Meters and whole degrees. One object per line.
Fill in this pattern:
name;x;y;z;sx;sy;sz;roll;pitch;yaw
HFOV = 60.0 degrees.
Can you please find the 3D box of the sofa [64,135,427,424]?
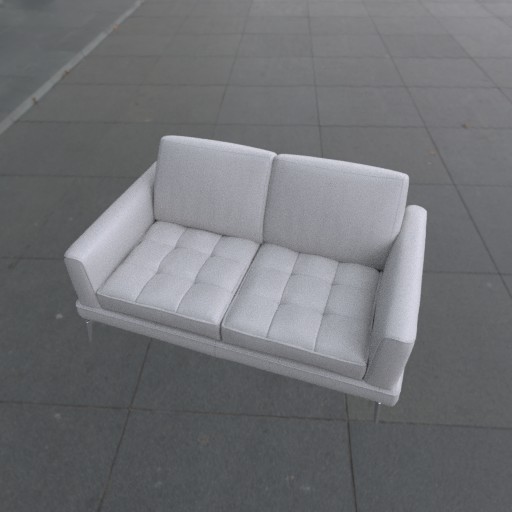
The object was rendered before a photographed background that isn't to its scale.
sofa;0.000;0.000;2.536;1.819;0.930;1.121;13;43;14
